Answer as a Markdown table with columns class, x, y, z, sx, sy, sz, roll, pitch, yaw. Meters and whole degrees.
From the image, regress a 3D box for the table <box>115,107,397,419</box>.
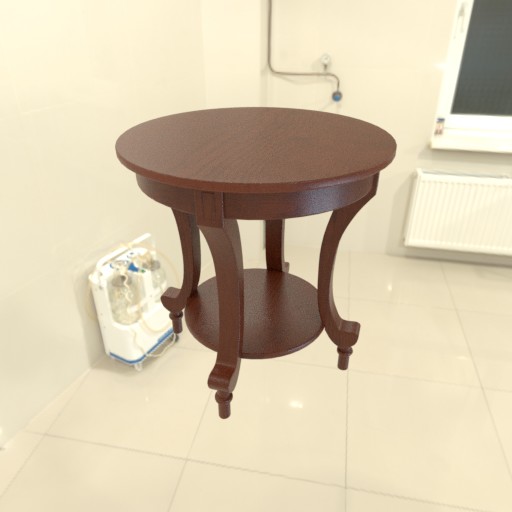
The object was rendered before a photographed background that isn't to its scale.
| class | x | y | z | sx | sy | sz | roll | pitch | yaw |
| --- | --- | --- | --- | --- | --- | --- | --- | --- | --- |
| table | 0.000 | 0.000 | 1.124 | 0.597 | 0.612 | 0.597 | 0 | 30 | 0 |
